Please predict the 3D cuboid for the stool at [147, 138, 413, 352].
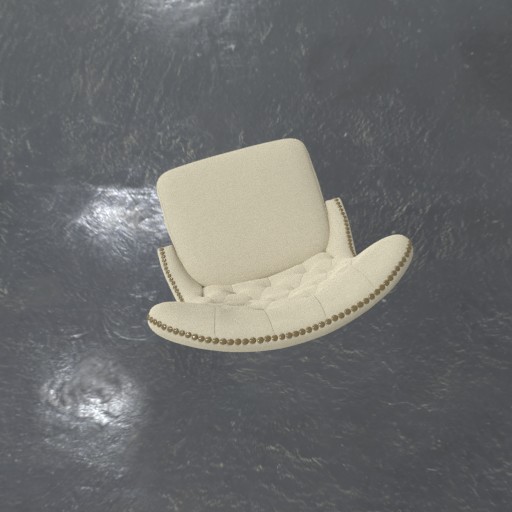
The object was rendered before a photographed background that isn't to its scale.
[{"bbox_3d":[0.000,0.000,1.302,0.528,0.971,0.593,-16,75,-4],"label":"stool"}]
